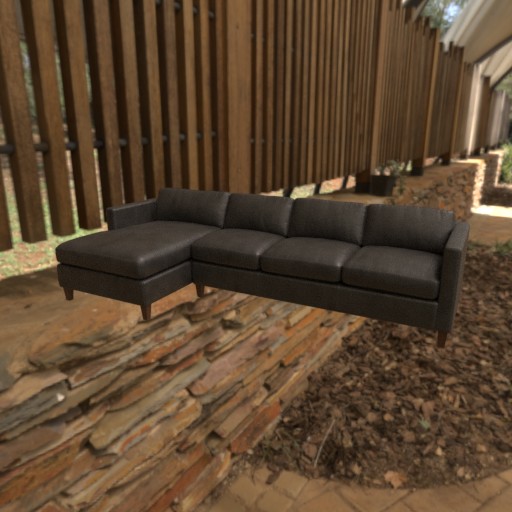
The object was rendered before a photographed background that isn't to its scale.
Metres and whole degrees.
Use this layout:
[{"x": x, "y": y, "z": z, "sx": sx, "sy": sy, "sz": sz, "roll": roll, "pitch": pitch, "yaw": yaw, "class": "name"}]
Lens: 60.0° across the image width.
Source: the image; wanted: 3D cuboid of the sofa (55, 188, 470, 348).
[{"x": 0.000, "y": 0.000, "z": 3.818, "sx": 3.203, "sy": 0.883, "sz": 1.581, "roll": 8, "pitch": 18, "yaw": 27, "class": "sofa"}]
